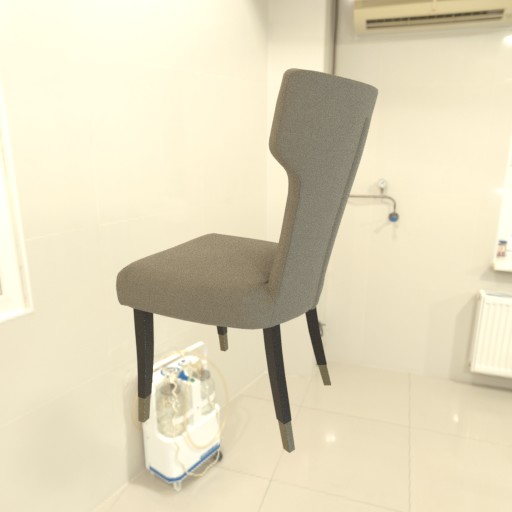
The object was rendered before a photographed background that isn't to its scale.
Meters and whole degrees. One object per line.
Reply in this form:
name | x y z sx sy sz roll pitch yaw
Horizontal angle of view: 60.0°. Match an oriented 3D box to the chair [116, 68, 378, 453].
chair | 0.000 0.000 1.305 0.630 0.955 0.526 7 17 24
